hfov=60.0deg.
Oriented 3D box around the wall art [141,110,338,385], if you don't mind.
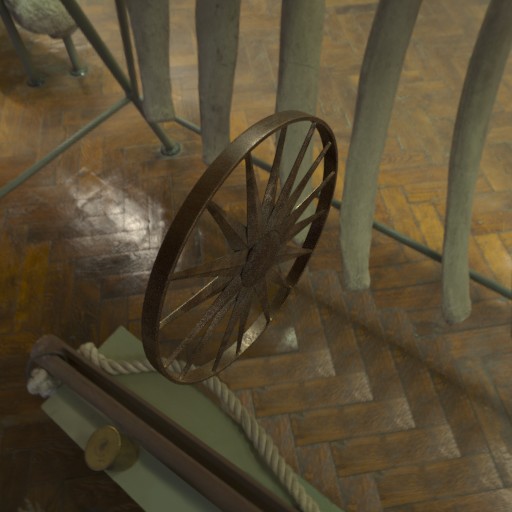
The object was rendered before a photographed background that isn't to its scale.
[{"bbox_3d":[0.000,0.000,0.900,0.084,0.583,0.582,32,63,19],"label":"wall art"}]
